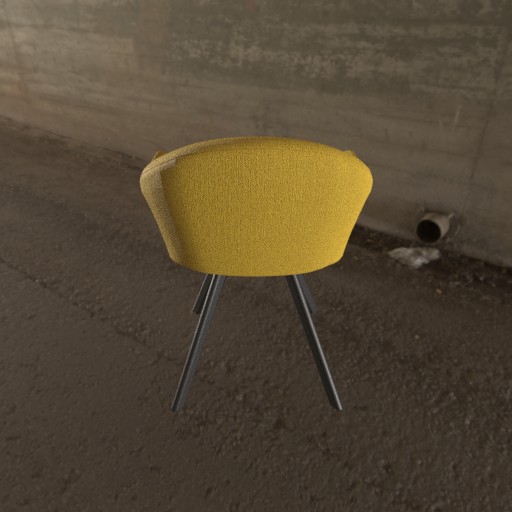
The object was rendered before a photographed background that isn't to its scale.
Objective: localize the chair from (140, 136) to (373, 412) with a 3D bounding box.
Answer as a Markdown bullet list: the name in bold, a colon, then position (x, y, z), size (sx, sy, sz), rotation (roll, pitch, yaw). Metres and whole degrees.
- **chair**: position (0.000, 0.000, 1.193), size (0.545, 0.775, 0.565), rotation (0, 31, 0)
